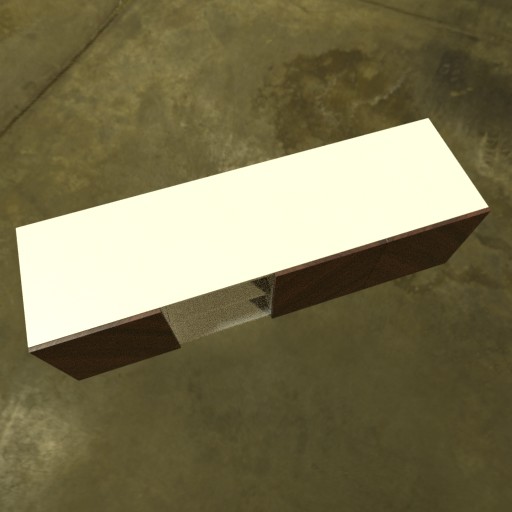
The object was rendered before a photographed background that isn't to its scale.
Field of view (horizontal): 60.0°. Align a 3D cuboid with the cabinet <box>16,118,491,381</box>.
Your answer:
[{"bbox_3d":[0.000,0.000,1.690,1.499,0.533,0.431,-17,64,-8],"label":"cabinet"}]
